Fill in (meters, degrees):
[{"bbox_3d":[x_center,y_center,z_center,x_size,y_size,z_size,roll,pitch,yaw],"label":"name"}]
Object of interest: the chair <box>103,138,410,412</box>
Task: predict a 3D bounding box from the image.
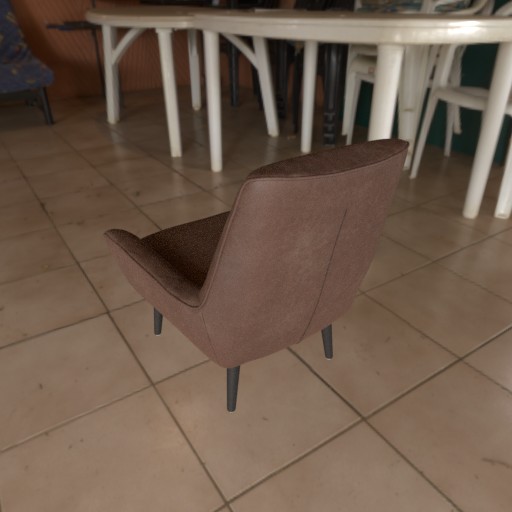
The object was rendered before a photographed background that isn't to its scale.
[{"bbox_3d":[0.000,0.000,1.501,0.787,0.888,0.824,-19,35,-30],"label":"chair"}]
